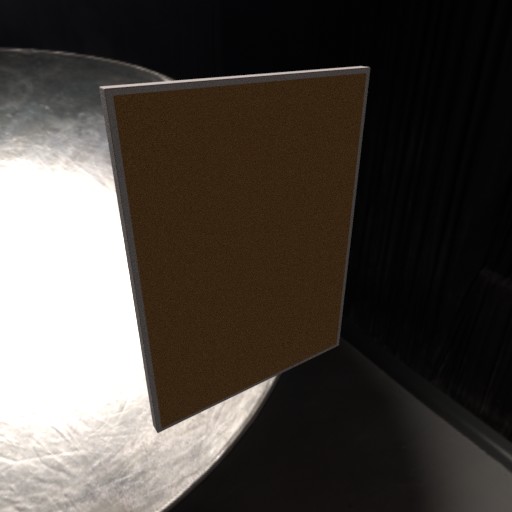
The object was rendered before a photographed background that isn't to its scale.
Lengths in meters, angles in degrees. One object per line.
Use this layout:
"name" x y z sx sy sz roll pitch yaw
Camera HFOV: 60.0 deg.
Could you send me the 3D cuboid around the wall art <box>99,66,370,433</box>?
"wall art" 0.000 0.000 1.607 0.914 1.221 0.046 -18 33 -29
